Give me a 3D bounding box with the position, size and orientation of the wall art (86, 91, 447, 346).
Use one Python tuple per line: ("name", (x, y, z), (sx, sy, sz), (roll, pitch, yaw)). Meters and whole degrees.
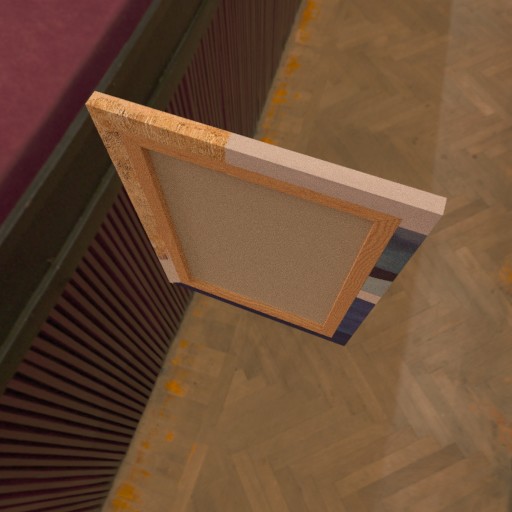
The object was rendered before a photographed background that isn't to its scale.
("wall art", (0.000, 0.000, 0.814), (0.458, 0.613, 0.026), (19, 66, 9))
